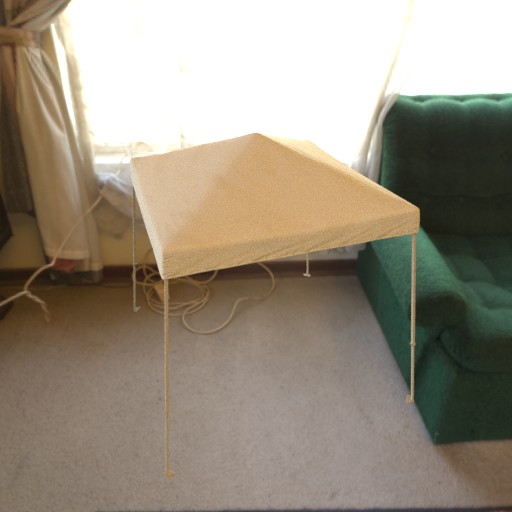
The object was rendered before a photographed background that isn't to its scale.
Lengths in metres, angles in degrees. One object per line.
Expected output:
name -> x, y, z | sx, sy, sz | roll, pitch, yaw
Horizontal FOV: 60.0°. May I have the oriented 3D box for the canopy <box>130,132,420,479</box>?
canopy -> 0.000, 0.000, 6.456 | 3.599, 3.600, 3.600 | -10, 32, -17
